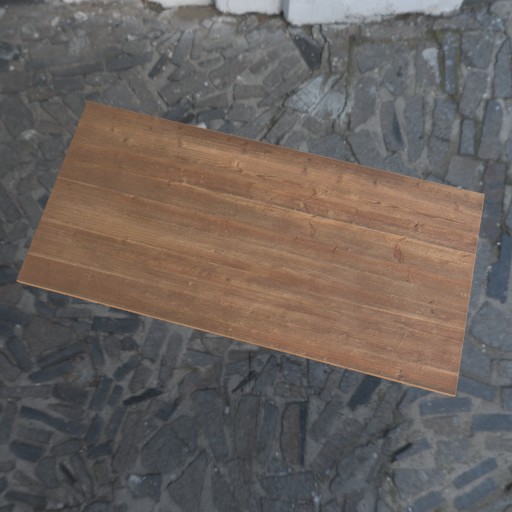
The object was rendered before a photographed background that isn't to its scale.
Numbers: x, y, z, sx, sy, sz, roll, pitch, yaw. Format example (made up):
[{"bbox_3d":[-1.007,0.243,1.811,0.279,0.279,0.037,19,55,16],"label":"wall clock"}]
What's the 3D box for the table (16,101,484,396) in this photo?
[{"bbox_3d":[0.000,0.000,2.429,2.003,0.760,0.952,14,77,3],"label":"table"}]
